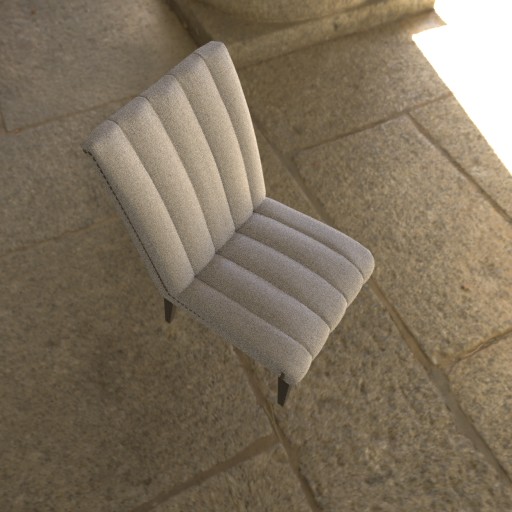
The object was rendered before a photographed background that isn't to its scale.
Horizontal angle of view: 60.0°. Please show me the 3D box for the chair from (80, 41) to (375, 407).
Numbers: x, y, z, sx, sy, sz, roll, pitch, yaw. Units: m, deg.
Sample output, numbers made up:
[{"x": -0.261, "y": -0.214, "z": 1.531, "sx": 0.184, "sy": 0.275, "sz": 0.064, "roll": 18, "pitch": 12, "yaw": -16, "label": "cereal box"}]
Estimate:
[{"x": 0.000, "y": 0.000, "z": 1.407, "sx": 0.647, "sy": 1.016, "sz": 0.511, "roll": 31, "pitch": 63, "yaw": 18, "label": "chair"}]
